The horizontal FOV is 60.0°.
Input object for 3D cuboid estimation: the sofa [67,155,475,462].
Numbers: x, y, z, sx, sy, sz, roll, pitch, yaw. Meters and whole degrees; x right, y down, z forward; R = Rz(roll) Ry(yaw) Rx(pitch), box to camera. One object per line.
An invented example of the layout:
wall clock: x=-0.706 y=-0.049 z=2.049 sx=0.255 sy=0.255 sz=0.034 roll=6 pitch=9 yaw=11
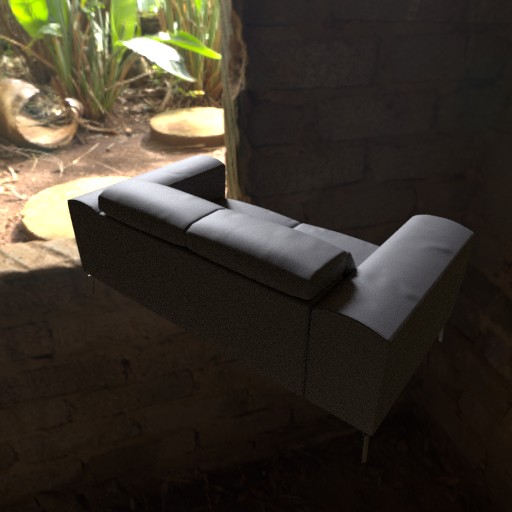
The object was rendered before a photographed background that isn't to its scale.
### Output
sofa: x=0.000 y=0.000 z=2.367 sx=1.895 sy=0.779 sz=1.003 roll=22 pitch=37 yaw=32
